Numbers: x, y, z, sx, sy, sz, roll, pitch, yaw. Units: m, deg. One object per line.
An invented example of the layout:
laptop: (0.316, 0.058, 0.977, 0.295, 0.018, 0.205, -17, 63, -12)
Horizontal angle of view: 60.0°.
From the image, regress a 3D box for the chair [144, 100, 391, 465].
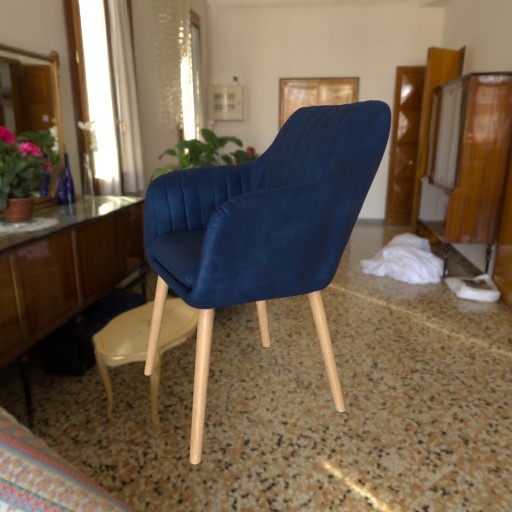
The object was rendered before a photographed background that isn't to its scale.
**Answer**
chair: (0.000, 0.000, 1.241, 0.573, 0.826, 0.578, -8, 17, -26)
